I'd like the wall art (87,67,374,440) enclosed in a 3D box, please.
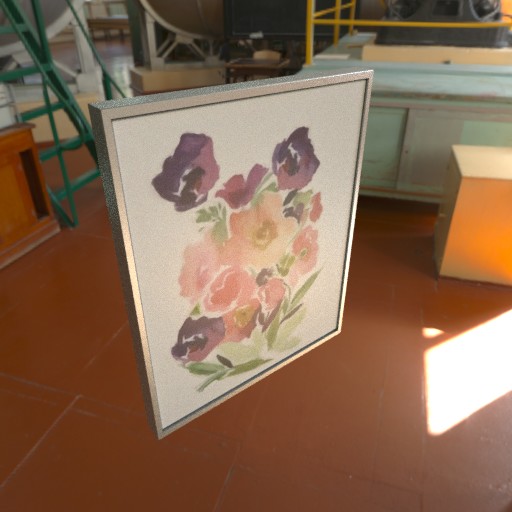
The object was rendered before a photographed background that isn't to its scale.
[{"bbox_3d":[0.000,0.000,0.746,0.452,0.549,0.038,-22,37,-32],"label":"wall art"}]
